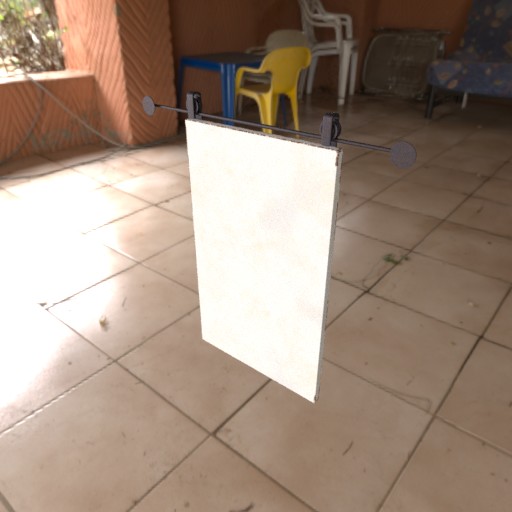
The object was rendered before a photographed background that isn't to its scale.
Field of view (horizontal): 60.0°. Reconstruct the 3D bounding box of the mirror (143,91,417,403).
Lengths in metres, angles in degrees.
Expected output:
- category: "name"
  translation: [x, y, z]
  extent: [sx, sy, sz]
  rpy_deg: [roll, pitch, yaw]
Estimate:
- category: "mirror"
  translation: [0.000, 0.000, 1.257]
  extent: [0.808, 0.844, 0.037]
  rpy_deg: [22, 36, 33]
